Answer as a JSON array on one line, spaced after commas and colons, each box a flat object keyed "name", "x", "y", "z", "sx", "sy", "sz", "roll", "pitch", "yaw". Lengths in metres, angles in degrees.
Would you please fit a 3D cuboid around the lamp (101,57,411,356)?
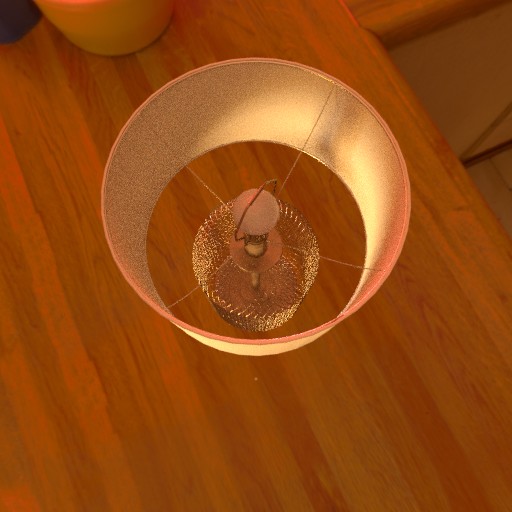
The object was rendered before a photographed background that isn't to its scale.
[{"name": "lamp", "x": 0.000, "y": 0.000, "z": 0.783, "sx": 0.353, "sy": 0.578, "sz": 0.353, "roll": 0, "pitch": 75, "yaw": 0}]
